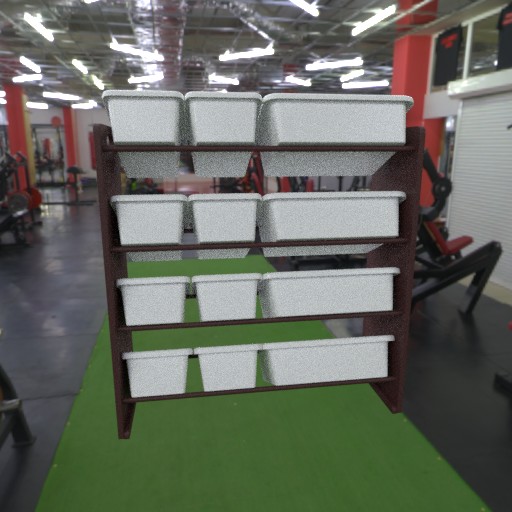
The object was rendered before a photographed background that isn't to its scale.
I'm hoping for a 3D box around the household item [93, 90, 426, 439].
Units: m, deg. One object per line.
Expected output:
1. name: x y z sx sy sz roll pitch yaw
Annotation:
1. household item: 0.000 0.000 1.295 0.787 0.864 0.389 -2 14 -9
